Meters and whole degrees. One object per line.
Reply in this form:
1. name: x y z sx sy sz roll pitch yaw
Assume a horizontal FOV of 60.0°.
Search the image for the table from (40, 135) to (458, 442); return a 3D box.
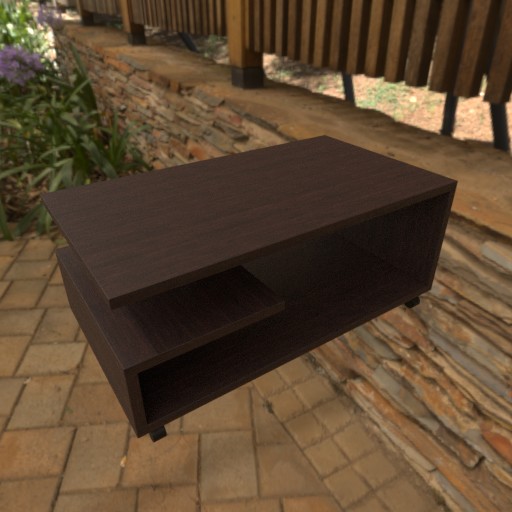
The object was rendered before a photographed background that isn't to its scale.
1. table: 0.000 0.000 1.390 1.050 0.460 0.590 -19 36 -29
